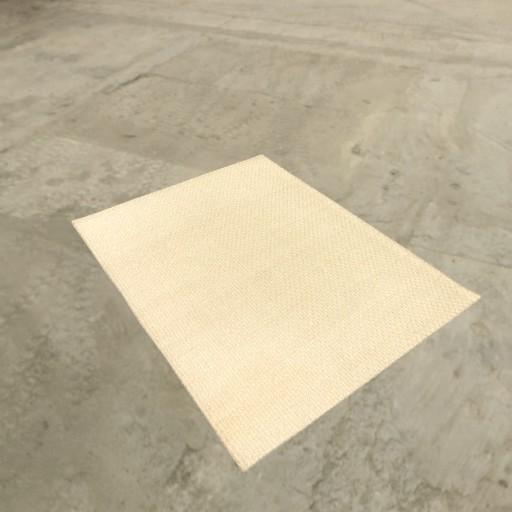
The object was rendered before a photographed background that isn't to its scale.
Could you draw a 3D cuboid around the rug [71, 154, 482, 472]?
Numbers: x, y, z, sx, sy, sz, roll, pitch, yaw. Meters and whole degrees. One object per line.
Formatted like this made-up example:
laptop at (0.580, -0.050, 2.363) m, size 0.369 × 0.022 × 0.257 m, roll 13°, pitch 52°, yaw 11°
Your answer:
rug at (0.000, 0.000, 3.847) m, size 2.277 × 0.035 × 2.897 m, roll -26°, pitch 47°, yaw -26°
